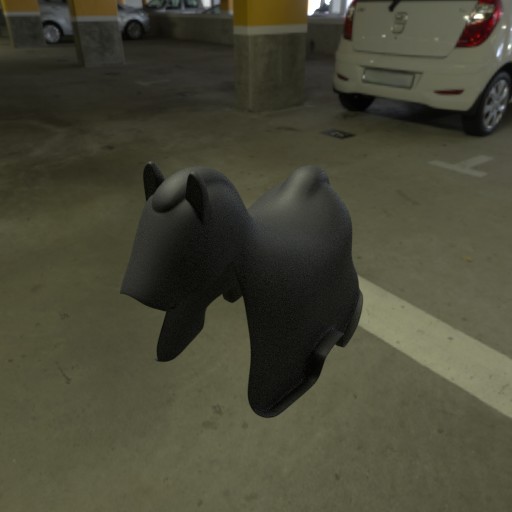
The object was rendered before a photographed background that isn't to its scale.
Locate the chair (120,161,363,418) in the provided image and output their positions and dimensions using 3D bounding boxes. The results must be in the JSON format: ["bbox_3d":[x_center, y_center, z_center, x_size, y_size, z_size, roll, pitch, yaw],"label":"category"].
[{"bbox_3d":[0.000,0.000,1.116,0.429,0.612,0.800,18,34,29],"label":"chair"}]
